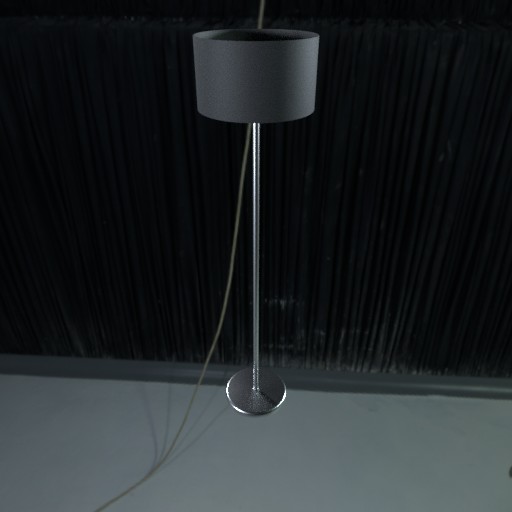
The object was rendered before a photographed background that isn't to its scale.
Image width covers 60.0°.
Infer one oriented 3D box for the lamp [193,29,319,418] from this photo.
[{"bbox_3d":[0.000,0.000,1.607,0.348,1.443,0.348,0,32,0],"label":"lamp"}]
